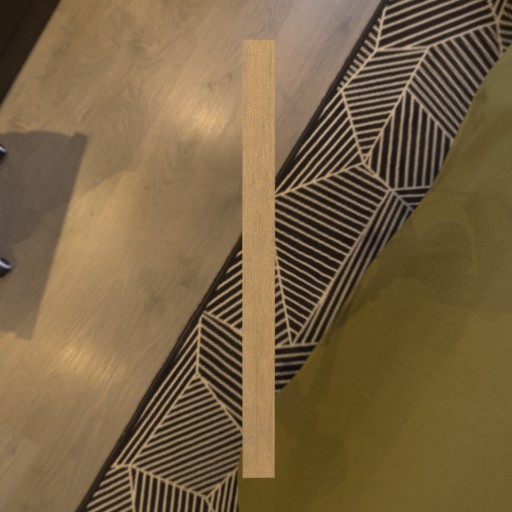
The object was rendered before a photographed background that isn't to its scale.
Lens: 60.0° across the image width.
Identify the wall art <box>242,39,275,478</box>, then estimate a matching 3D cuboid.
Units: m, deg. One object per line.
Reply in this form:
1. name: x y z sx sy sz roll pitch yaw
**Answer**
1. wall art: 0.000 0.000 0.765 0.037 0.507 0.507 0 91 -1
